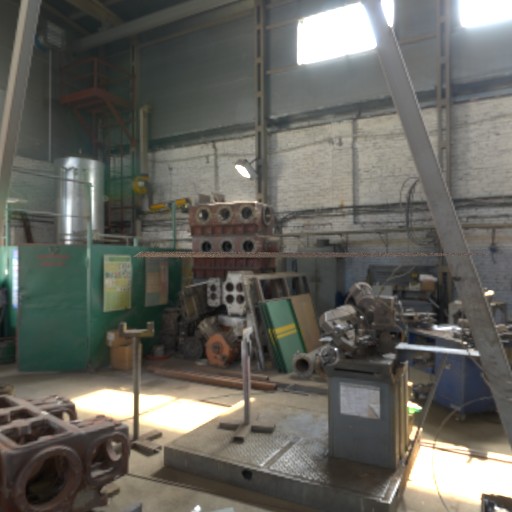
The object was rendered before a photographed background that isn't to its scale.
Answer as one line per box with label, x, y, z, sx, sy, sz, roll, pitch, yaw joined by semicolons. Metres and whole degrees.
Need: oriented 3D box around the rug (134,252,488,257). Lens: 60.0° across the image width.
rug;0.000;0.000;2.314;1.219;0.005;1.829;0;-1;-16
